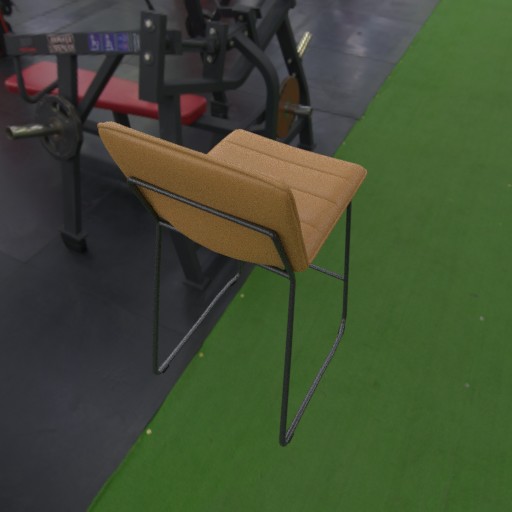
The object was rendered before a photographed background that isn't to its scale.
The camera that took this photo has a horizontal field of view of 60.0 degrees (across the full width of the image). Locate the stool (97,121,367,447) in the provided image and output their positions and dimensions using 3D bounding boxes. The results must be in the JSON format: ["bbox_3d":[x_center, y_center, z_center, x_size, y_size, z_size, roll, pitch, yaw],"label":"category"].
[{"bbox_3d":[0.000,0.000,1.195,0.489,0.936,0.524,22,50,20],"label":"stool"}]
